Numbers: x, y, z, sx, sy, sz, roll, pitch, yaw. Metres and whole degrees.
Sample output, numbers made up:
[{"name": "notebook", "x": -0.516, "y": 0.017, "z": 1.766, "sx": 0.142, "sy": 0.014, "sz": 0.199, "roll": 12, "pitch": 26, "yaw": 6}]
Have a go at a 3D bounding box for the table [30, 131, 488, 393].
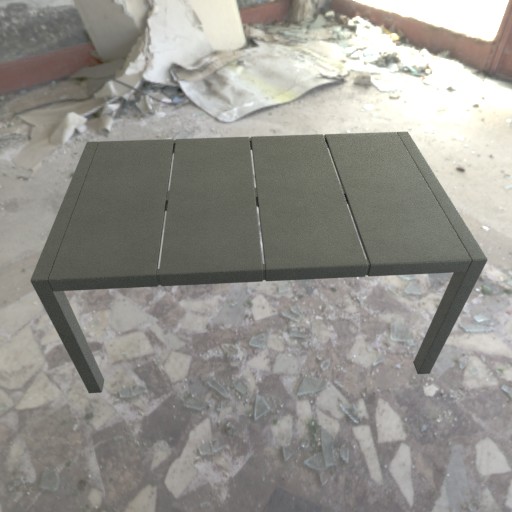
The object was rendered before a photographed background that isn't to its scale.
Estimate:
[{"name": "table", "x": 0.000, "y": 0.000, "z": 1.288, "sx": 0.965, "sy": 0.460, "sz": 0.559, "roll": -3, "pitch": 44, "yaw": -3}]
